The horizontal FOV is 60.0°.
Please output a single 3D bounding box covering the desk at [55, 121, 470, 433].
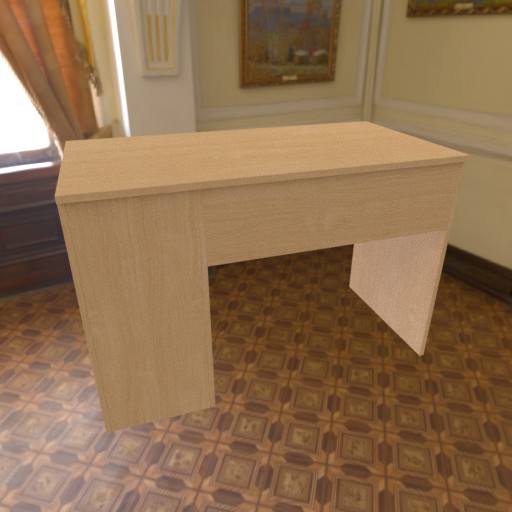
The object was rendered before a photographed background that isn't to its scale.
[{"bbox_3d":[0.000,0.000,1.506,1.097,0.735,0.560,-9,28,-16],"label":"desk"}]
